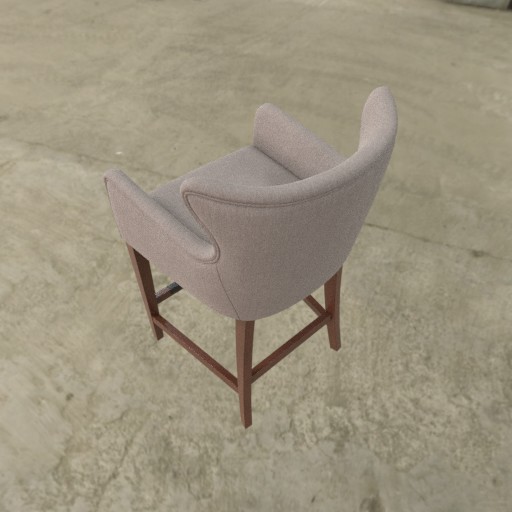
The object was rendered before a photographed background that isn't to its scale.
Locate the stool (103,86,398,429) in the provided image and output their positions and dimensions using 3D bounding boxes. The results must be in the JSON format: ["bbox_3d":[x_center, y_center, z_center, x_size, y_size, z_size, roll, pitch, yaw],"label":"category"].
[{"bbox_3d":[0.000,0.000,1.293,0.575,0.951,0.575,-32,54,-27],"label":"stool"}]
